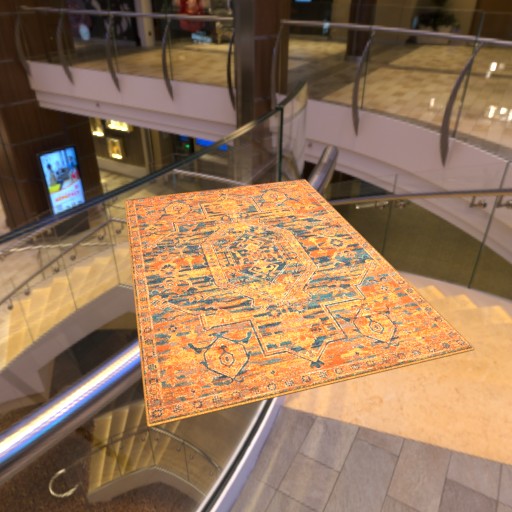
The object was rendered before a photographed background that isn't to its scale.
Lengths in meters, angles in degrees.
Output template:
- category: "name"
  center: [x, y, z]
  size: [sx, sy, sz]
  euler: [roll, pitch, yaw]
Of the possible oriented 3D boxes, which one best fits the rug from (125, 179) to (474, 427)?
- category: "rug"
  center: [0.000, 0.000, 3.749]
  size: [2.043, 0.019, 2.916]
  euler: [-9, 33, -14]
